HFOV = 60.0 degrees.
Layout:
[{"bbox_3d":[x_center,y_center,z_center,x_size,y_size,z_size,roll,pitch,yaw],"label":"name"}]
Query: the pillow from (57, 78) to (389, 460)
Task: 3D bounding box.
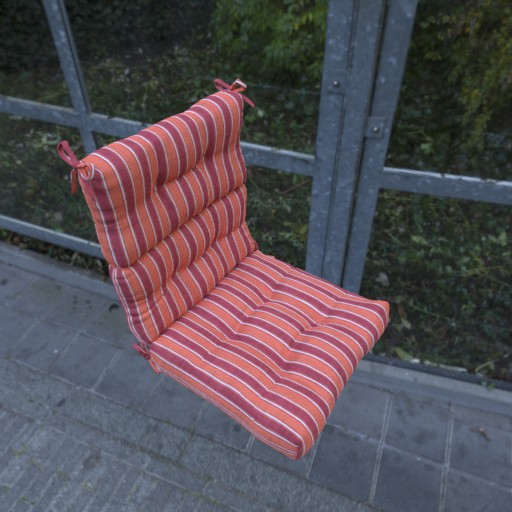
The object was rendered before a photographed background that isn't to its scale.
[{"bbox_3d":[0.000,0.000,1.019,0.571,0.605,0.519,25,46,26],"label":"pillow"}]
